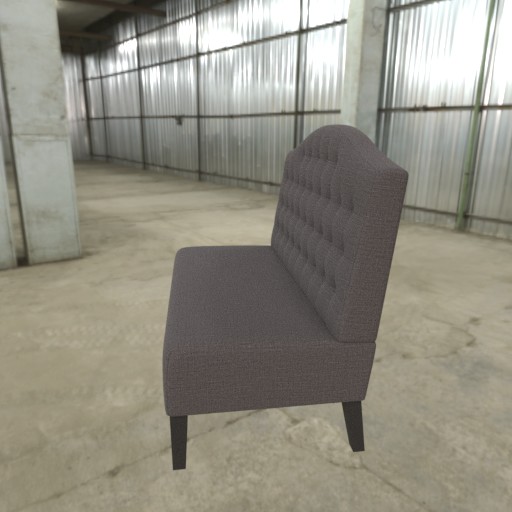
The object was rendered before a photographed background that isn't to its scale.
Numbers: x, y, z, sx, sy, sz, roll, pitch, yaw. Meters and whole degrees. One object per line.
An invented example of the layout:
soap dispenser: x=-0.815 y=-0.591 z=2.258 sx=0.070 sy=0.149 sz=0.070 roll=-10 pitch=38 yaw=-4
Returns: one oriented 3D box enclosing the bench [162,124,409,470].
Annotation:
bench: x=0.000 y=0.000 z=2.071 sx=0.815 sy=1.180 sz=1.335 roll=-2 pitch=16 yaw=-8
